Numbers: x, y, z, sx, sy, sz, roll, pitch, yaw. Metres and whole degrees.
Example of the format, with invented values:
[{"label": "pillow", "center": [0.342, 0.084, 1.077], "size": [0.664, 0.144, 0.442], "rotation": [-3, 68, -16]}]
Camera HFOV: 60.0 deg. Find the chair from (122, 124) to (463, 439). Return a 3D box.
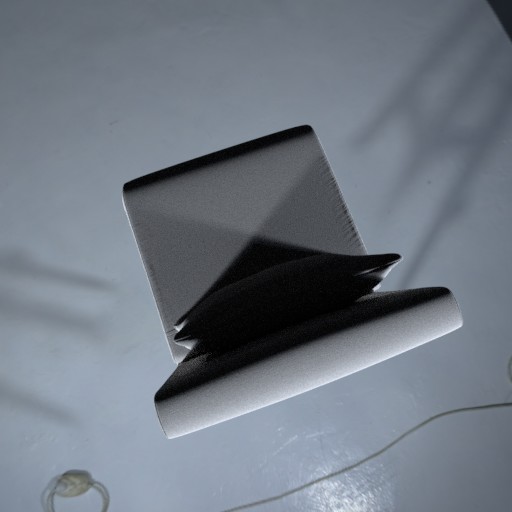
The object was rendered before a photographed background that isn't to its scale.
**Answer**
[{"label": "chair", "center": [0.000, 0.000, 1.513], "size": [0.770, 0.808, 0.902], "rotation": [-19, 75, -5]}]
